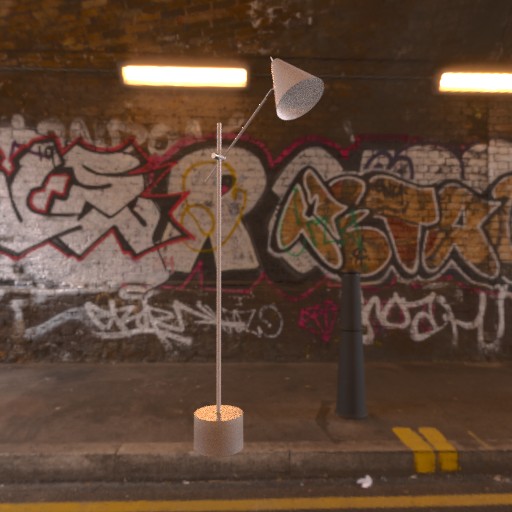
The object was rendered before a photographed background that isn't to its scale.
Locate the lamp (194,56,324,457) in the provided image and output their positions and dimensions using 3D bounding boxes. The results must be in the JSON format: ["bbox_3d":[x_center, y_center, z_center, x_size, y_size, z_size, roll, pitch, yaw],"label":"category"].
[{"bbox_3d":[0.000,0.000,1.600,0.508,1.430,0.223,-1,-2,37],"label":"lamp"}]
